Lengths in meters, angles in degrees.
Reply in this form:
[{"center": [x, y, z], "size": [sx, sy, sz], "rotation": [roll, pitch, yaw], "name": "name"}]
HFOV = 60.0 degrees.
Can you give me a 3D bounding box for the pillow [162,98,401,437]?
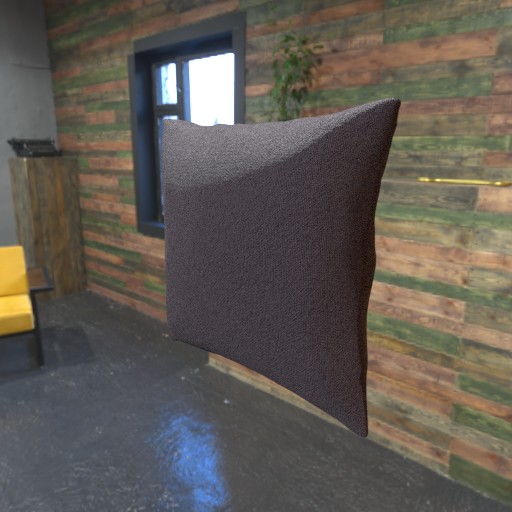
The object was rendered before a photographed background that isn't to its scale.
[{"center": [0.000, 0.000, 0.700], "size": [0.452, 0.439, 0.204], "rotation": [12, 18, 42], "name": "pillow"}]
